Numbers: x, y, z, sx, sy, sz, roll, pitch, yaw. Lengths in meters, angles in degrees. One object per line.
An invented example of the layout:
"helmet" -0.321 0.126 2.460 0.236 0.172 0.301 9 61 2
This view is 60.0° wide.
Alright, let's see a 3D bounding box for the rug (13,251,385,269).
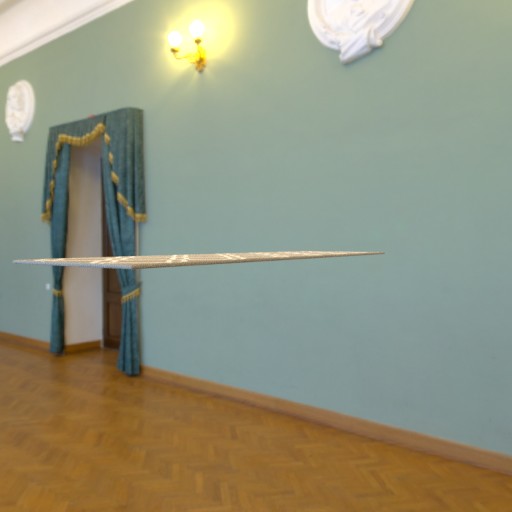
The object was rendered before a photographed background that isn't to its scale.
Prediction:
"rug" 0.000 0.000 2.418 0.678 0.014 2.276 1 2 34
